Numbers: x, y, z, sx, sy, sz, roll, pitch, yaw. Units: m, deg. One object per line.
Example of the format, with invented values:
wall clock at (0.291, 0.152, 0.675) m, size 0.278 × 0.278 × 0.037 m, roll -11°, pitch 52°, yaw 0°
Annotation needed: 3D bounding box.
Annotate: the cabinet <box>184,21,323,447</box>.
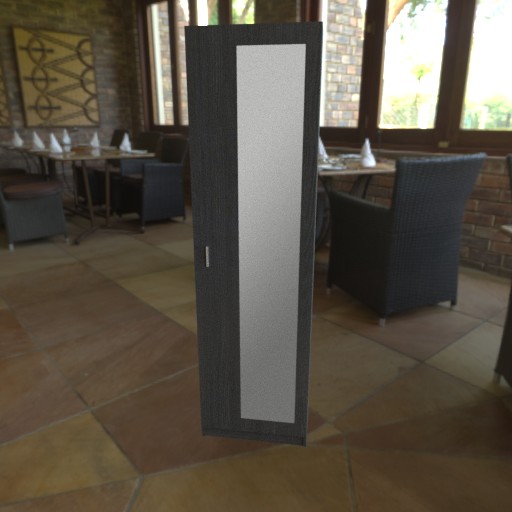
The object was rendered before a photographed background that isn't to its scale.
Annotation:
cabinet at (0.000, 0.000, 1.931) m, size 0.500 × 1.790 × 0.230 m, roll 3°, pitch 17°, yaw 8°
